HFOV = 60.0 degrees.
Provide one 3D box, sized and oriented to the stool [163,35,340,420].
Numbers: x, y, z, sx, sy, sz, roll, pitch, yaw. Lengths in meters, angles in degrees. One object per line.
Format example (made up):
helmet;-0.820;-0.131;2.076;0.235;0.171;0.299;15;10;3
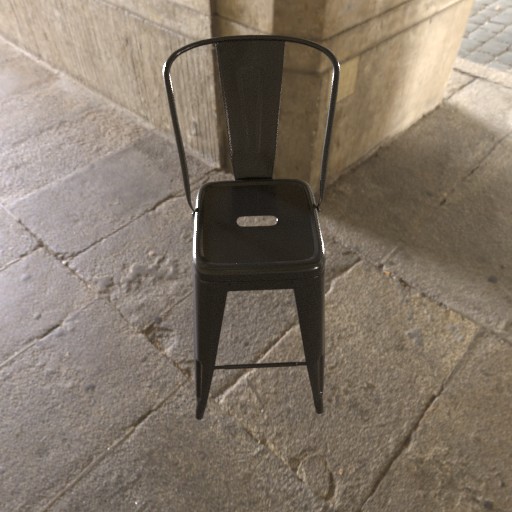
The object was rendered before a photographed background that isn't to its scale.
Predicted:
stool;0.000;0.000;1.274;0.432;1.022;0.528;-2;48;-2
